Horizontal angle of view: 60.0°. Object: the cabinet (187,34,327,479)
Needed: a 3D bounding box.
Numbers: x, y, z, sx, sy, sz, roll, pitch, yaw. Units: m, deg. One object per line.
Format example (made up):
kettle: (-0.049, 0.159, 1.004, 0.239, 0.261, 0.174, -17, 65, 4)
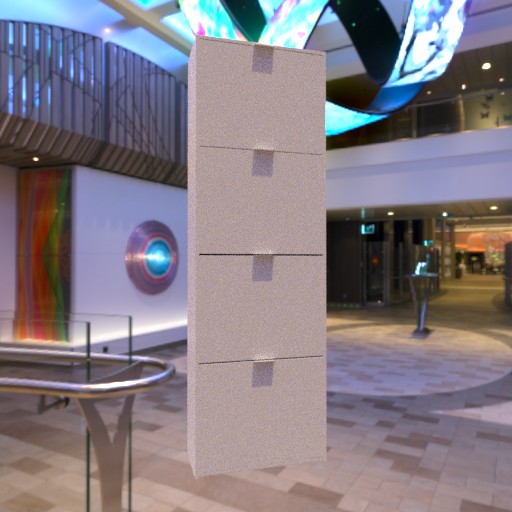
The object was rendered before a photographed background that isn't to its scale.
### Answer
cabinet: (0.000, 0.000, 1.796, 0.520, 1.630, 0.255, 0, -1, -16)
